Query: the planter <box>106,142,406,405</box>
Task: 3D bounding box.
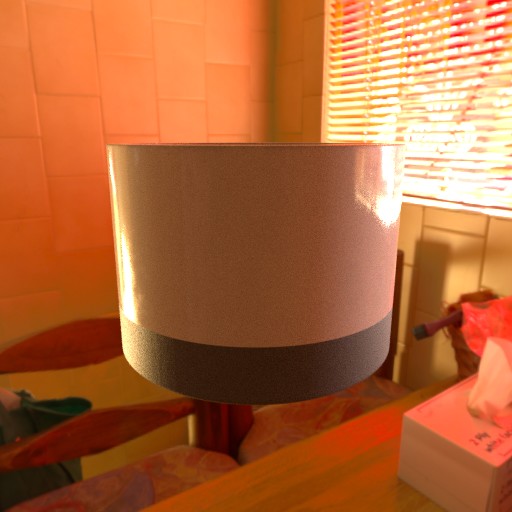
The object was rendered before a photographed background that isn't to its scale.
[{"bbox_3d":[0.000,0.000,0.213,0.128,0.105,0.128,0,15,0],"label":"planter"}]
